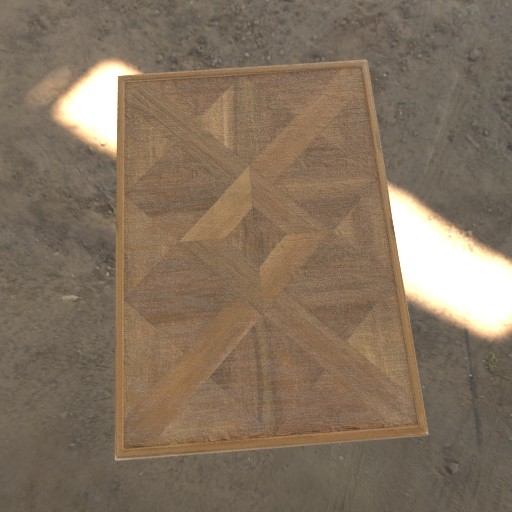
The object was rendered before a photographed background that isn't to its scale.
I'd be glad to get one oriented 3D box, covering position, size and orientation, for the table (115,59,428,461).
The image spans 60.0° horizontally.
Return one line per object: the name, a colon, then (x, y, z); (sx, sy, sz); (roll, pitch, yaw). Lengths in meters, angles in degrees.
table: (0.000, 0.000, 1.625); (0.877, 0.492, 1.238); (-4, 75, -1)
